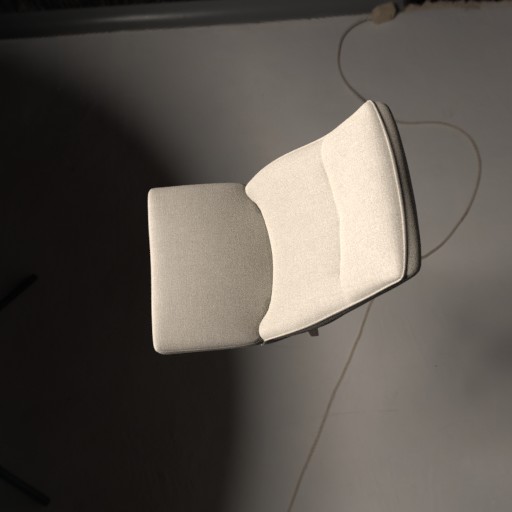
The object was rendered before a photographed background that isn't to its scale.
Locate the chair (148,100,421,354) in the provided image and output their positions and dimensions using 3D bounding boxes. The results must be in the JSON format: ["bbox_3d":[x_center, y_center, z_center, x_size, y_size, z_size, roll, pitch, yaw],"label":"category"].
[{"bbox_3d":[0.000,0.000,1.282,0.620,0.930,0.500,-5,75,-1],"label":"chair"}]
